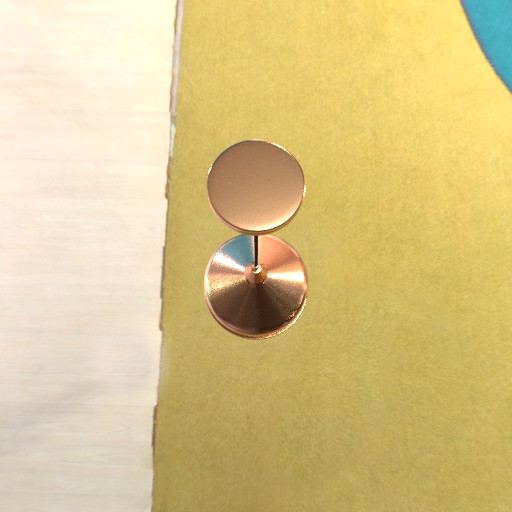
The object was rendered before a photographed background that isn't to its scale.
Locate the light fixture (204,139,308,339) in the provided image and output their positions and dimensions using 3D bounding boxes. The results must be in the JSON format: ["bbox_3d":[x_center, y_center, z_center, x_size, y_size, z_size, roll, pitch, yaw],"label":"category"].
[{"bbox_3d":[0.000,0.000,0.917,0.301,0.754,0.301,-37,79,-8],"label":"light fixture"}]
